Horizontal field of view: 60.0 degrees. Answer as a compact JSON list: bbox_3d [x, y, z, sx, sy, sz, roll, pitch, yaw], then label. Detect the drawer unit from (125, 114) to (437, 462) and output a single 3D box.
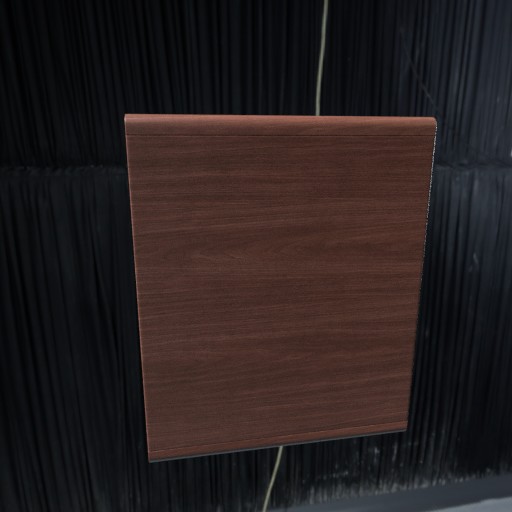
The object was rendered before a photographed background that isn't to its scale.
[{"bbox_3d":[0.000,0.000,0.610,0.290,0.351,0.349,-3,15,-10],"label":"drawer unit"}]
